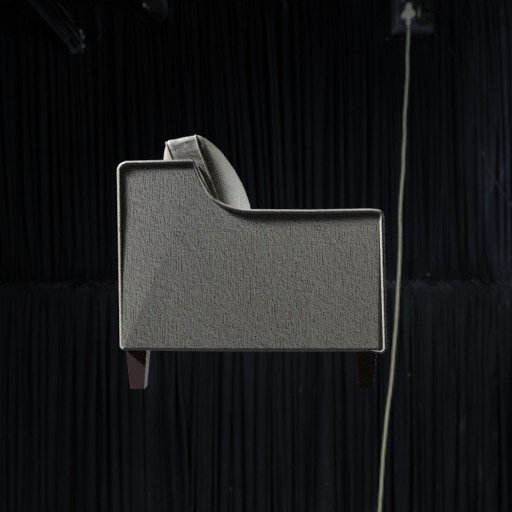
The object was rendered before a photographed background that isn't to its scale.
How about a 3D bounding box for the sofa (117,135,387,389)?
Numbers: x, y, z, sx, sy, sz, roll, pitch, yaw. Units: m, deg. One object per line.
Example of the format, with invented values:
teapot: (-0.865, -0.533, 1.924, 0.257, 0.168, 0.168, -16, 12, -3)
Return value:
sofa: (0.000, 0.000, 2.799, 1.073, 1.074, 2.181, 0, 0, 0)
